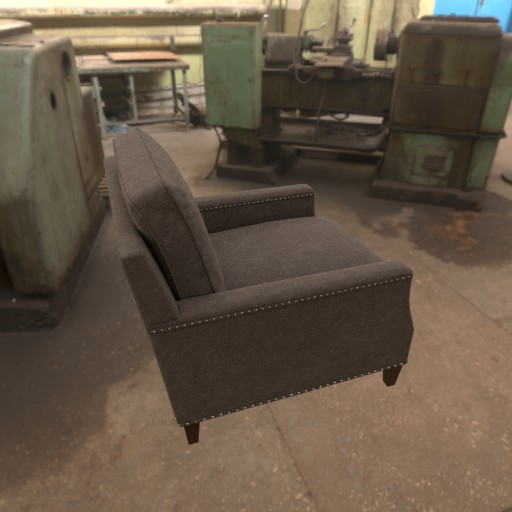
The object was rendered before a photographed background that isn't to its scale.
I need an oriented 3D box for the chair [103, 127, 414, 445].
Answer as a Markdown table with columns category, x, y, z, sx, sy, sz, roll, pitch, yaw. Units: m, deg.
| category | x | y | z | sx | sy | sz | roll | pitch | yaw |
| --- | --- | --- | --- | --- | --- | --- | --- | --- | --- |
| chair | 0.000 | 0.000 | 1.754 | 1.014 | 0.948 | 0.853 | -10 | 32 | -17 |
